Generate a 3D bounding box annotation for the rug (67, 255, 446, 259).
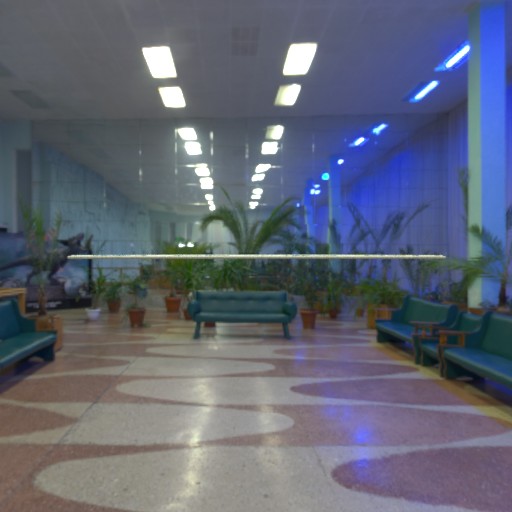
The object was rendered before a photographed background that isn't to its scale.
[{"bbox_3d":[0.000,0.000,3.492,1.819,0.018,2.746,0,0,0],"label":"rug"}]
